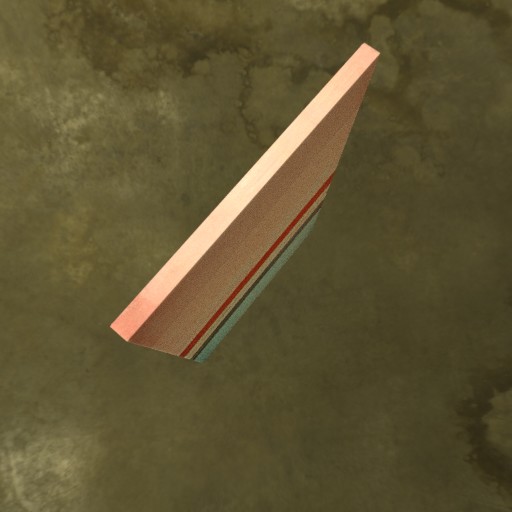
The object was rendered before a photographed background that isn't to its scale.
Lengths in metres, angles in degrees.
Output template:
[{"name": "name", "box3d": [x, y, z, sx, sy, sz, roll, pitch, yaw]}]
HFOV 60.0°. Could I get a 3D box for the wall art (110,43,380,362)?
[{"name": "wall art", "box3d": [0.000, 0.000, 1.119, 0.038, 0.914, 0.610, 38, 78, 10]}]
